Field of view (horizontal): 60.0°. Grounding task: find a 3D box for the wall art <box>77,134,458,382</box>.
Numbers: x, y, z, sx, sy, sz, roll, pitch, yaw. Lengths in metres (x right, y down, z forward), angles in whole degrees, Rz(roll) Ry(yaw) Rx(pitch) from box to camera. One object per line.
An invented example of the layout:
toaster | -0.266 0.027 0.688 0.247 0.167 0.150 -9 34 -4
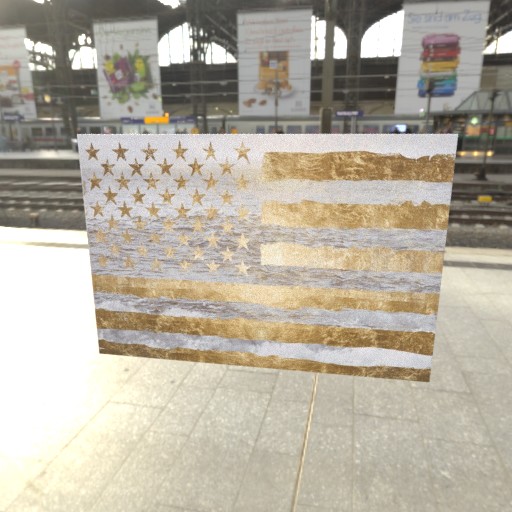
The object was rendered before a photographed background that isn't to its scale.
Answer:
wall art | 0.000 0.000 0.768 0.606 0.407 0.041 3 15 9
